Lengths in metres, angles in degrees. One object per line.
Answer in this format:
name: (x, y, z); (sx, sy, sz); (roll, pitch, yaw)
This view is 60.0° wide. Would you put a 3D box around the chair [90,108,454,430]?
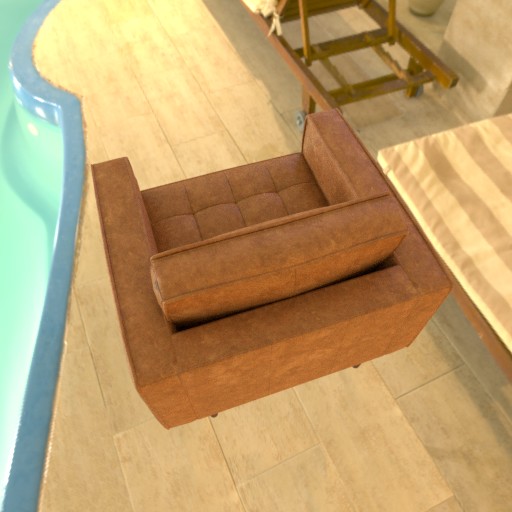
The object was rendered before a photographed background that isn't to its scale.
chair: (0.000, 0.000, 1.486); (0.928, 0.767, 0.798); (-16, 58, -10)
